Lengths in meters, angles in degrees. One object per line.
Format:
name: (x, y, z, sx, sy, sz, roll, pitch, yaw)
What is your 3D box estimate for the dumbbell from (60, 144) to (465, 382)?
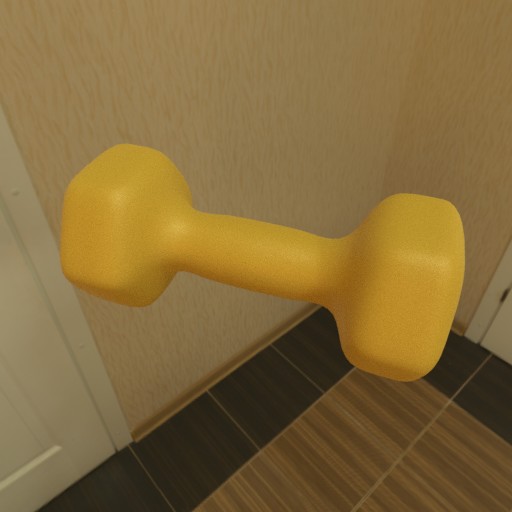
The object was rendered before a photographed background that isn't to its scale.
dumbbell: (0.000, 0.000, 0.227, 0.190, 0.082, 0.090, 13, 44, 14)
